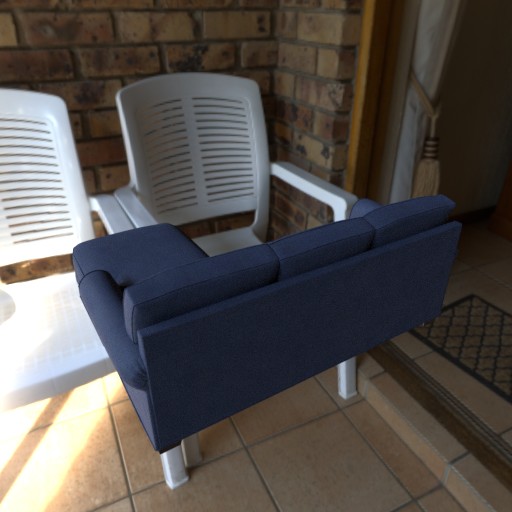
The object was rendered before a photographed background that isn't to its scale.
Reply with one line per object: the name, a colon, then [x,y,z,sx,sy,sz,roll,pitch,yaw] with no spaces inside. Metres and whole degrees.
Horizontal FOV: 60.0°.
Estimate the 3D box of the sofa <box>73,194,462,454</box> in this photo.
sofa: [0.000,0.000,3.410,2.567,1.063,1.780,-17,34,-27]
